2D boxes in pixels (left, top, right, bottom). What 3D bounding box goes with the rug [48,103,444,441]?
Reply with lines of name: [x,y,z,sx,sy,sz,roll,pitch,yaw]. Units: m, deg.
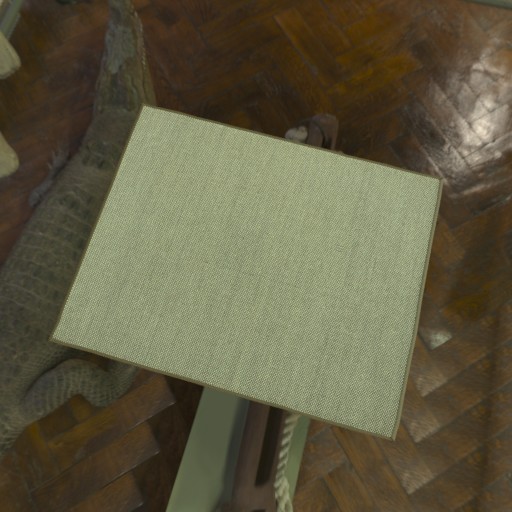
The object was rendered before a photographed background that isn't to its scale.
rug: [0.000,0.000,3.993,3.041,0.020,2.413,15,76,4]
